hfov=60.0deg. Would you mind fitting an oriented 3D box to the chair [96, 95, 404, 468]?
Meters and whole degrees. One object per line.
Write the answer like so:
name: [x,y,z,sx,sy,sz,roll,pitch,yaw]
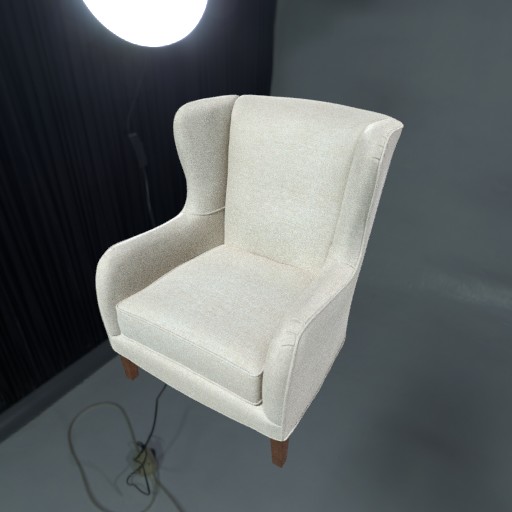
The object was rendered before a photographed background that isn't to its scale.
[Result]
chair: [0.000,0.000,1.746,0.838,1.040,0.966,19,37,27]
